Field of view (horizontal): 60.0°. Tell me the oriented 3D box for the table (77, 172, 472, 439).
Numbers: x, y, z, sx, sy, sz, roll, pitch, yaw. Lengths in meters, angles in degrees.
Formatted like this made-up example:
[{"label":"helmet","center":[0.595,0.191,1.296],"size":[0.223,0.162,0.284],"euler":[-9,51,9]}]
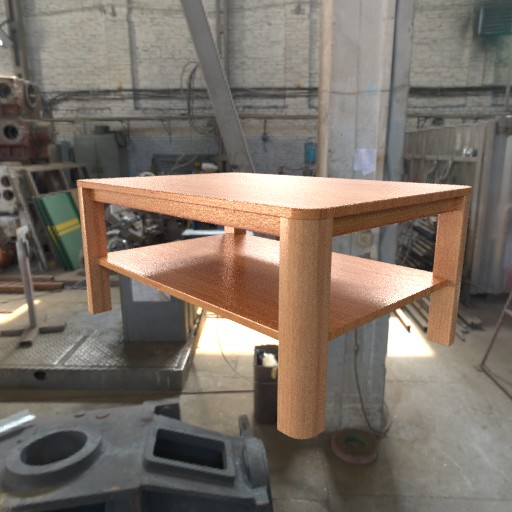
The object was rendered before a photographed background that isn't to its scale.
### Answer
[{"label":"table","center":[0.000,0.000,1.364],"size":[0.696,0.445,0.997],"euler":[-12,18,-42]}]
